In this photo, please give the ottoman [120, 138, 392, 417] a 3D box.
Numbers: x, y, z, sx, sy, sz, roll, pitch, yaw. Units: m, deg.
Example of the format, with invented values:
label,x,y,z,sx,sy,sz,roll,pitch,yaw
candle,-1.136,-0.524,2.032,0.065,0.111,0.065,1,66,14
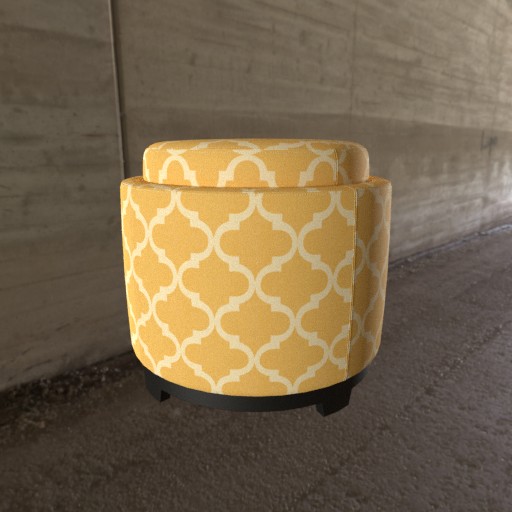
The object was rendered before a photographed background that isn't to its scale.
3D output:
label,x,y,z,sx,sy,sz,roll,pitch,yaw
ottoman,0.000,0.000,0.839,0.480,0.429,0.480,0,14,0
